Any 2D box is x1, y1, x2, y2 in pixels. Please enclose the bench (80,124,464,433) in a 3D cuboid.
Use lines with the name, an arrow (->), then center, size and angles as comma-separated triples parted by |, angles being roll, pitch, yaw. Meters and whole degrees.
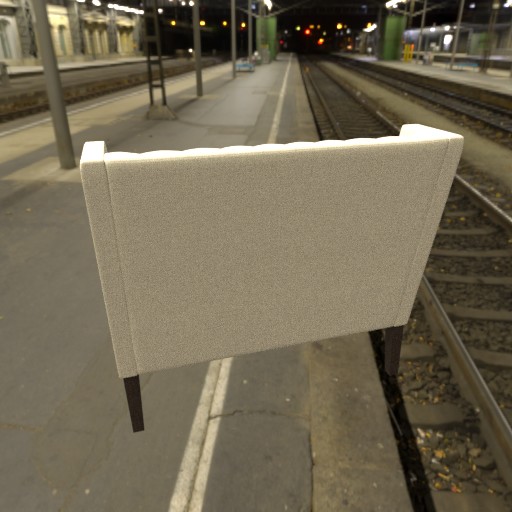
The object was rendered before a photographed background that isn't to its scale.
bench -> 0.000, 0.000, 1.961 | 1.280, 1.123, 0.847 | -7, 26, -15
